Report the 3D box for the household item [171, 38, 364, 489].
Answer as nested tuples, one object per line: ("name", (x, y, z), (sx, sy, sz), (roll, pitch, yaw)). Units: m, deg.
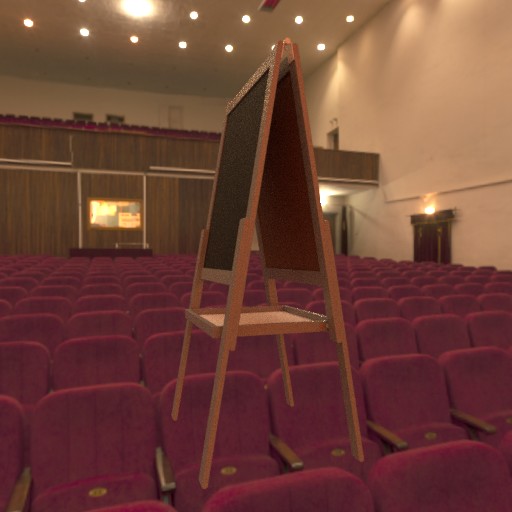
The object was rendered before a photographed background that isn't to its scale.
("household item", (0.000, 0.000, 1.439), (0.469, 1.172, 0.531), (0, 0, -19))
